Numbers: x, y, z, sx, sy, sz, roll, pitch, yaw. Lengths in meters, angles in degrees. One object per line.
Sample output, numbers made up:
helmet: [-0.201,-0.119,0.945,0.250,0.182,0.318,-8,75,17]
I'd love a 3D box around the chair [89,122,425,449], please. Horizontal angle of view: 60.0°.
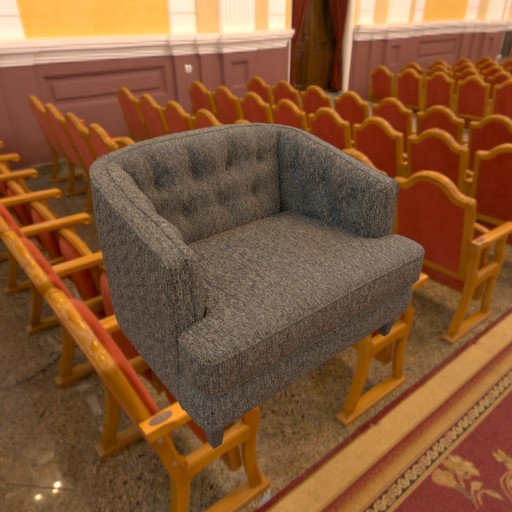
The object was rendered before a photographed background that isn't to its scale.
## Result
chair: [0.000,0.000,1.822,1.104,0.852,0.941,-22,36,-33]
